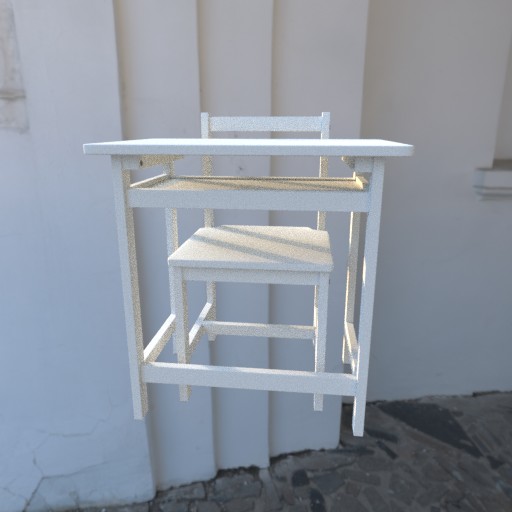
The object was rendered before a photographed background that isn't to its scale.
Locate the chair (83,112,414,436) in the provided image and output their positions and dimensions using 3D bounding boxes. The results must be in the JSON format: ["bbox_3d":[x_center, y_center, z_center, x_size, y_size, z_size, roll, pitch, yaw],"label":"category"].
[{"bbox_3d":[0.000,0.000,1.073,0.599,0.673,0.461,2,16,6],"label":"chair"}]
